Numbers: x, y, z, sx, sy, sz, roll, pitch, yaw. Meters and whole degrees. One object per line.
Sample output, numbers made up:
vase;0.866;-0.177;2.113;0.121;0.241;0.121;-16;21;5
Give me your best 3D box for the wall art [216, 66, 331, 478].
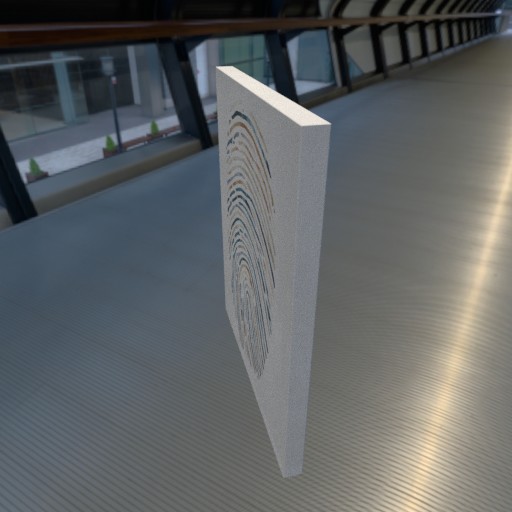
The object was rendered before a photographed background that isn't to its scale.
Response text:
wall art;0.000;0.000;0.838;0.037;0.606;0.508;-8;31;-13
